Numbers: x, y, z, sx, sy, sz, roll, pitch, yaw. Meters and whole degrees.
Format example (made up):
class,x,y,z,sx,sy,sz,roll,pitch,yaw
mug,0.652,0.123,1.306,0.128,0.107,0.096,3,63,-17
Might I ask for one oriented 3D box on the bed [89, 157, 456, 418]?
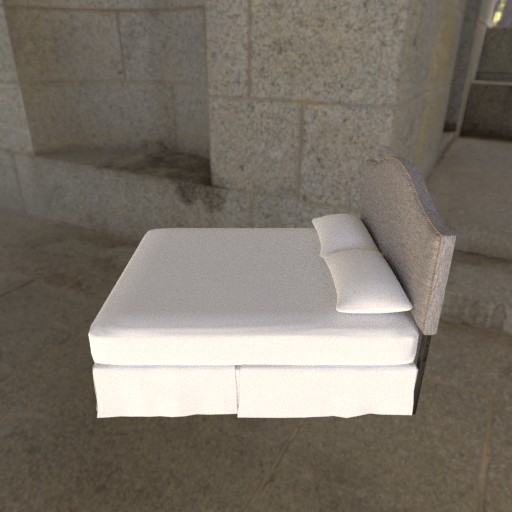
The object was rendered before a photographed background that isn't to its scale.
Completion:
class,x,y,z,sx,sy,sz,roll,pitch,yaw
bed,0.000,0.000,2.970,1.870,1.295,1.610,0,25,0
